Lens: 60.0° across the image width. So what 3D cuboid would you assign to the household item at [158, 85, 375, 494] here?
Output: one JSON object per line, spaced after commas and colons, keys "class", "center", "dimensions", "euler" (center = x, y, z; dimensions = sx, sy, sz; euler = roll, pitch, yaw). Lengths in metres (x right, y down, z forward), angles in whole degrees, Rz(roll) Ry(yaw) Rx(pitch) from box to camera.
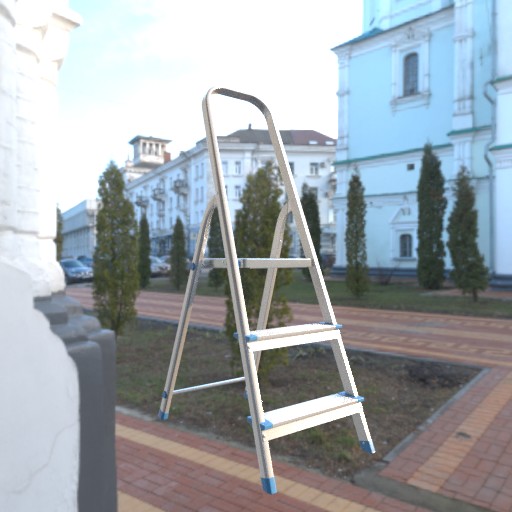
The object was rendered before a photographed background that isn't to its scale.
{"class": "household item", "center": [0.000, 0.000, 1.525], "dimensions": [0.420, 1.215, 0.687], "euler": [0, 0, -37]}
